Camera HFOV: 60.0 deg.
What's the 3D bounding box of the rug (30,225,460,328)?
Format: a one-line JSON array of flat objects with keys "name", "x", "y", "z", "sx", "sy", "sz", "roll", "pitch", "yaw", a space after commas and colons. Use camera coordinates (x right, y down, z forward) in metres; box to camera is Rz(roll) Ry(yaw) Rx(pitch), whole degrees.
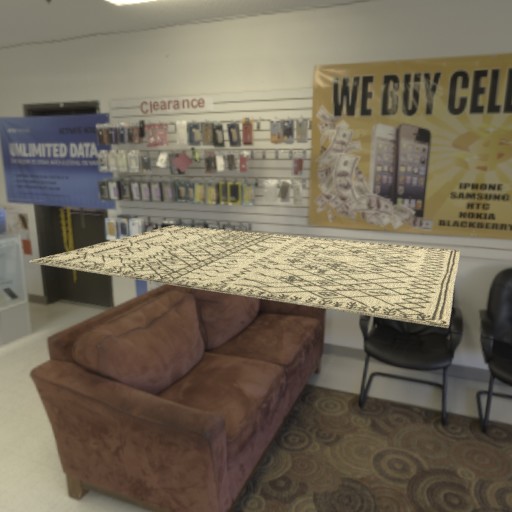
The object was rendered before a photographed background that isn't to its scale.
[{"name": "rug", "x": 0.000, "y": 0.000, "z": 2.953, "sx": 2.444, "sy": 0.012, "sz": 1.530, "roll": 6, "pitch": 15, "yaw": 25}]
